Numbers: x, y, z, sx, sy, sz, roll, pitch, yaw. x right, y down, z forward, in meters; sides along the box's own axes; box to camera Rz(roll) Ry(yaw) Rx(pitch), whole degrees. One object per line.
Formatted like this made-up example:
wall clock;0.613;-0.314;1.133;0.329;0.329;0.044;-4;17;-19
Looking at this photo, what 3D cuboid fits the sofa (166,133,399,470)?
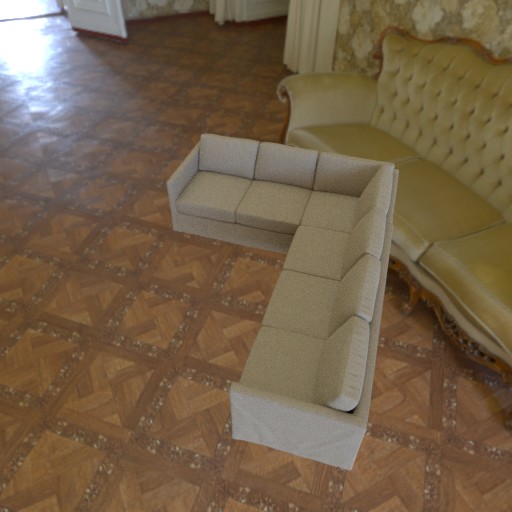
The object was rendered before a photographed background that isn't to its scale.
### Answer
sofa;0.000;0.000;4.313;2.432;0.871;3.182;12;44;12
